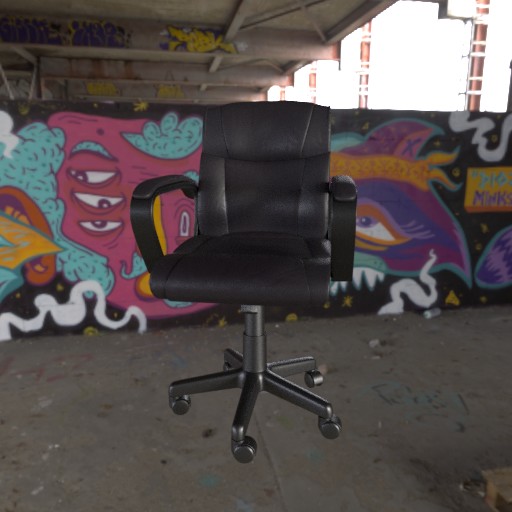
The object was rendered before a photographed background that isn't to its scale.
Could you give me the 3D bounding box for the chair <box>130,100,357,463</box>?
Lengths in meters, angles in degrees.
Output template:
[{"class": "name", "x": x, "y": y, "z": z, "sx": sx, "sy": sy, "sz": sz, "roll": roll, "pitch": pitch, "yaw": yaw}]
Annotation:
[{"class": "chair", "x": 0.000, "y": 0.000, "z": 1.386, "sx": 0.576, "sy": 0.998, "sz": 0.641, "roll": 2, "pitch": 12, "yaw": 9}]
